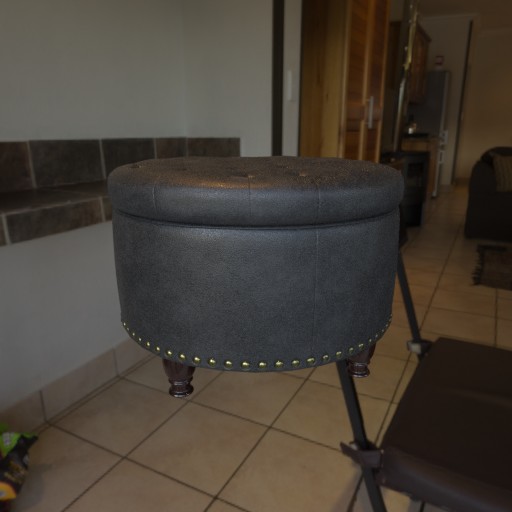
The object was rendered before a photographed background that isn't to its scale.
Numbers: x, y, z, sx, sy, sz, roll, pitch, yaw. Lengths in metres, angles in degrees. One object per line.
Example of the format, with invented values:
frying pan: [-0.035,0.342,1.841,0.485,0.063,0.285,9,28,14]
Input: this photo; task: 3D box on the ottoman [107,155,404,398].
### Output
ottoman: [0.000,0.000,1.046,0.637,0.442,0.637,0,16,0]
